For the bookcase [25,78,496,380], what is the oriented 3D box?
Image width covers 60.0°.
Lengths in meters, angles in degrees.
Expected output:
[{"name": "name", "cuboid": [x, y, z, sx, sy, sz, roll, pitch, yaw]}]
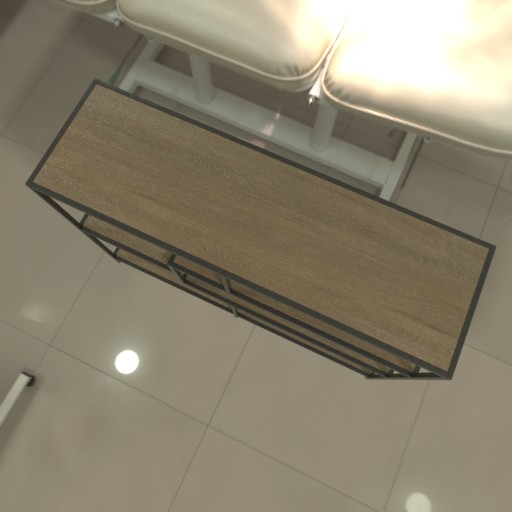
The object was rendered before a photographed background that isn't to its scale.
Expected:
[{"name": "bookcase", "cuboid": [0.000, 0.000, 1.484, 1.140, 0.780, 0.350, 24, 76, 6]}]
